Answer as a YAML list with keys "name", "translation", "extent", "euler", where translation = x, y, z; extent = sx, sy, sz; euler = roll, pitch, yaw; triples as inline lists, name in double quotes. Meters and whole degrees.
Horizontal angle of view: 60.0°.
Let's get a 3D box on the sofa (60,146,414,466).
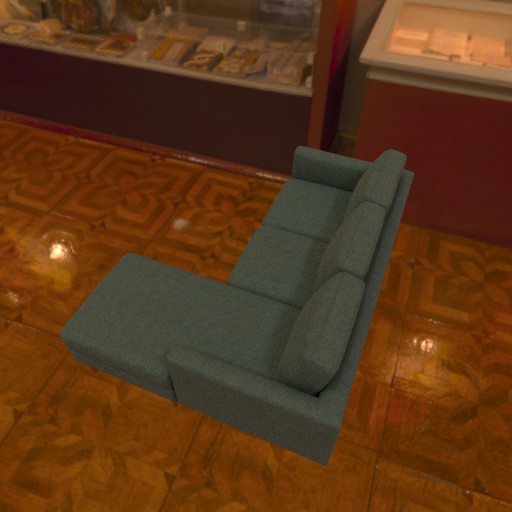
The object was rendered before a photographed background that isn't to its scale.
- name: "sofa"
  translation: [0.000, 0.000, 2.988]
  extent: [1.667, 0.957, 2.055]
  euler: [17, 50, 15]
